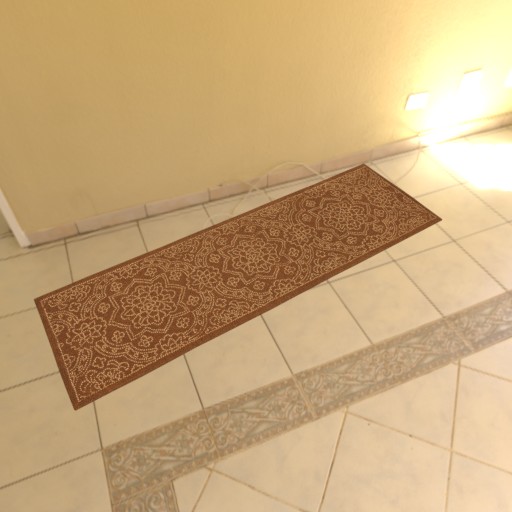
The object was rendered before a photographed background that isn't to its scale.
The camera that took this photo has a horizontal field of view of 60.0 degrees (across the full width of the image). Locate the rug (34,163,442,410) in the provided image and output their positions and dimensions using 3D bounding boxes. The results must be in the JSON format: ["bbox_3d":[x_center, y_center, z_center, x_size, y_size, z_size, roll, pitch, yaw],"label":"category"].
[{"bbox_3d":[0.000,0.000,2.695,2.448,0.012,0.769,-25,51,-22],"label":"rug"}]
